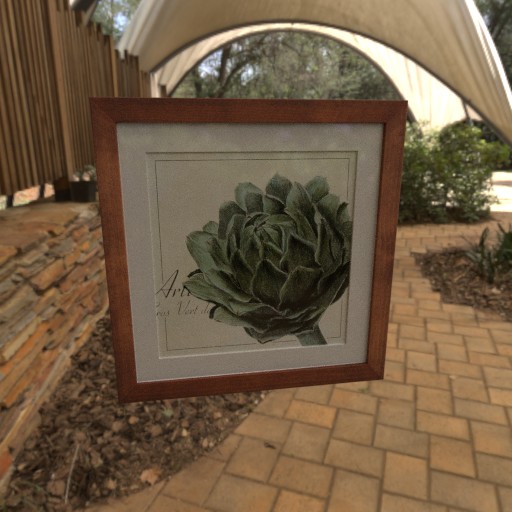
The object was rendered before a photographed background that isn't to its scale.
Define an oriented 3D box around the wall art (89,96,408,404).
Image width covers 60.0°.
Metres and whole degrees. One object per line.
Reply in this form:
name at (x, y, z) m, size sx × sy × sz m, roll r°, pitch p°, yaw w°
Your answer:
wall art at (0.000, 0.000, 0.856) m, size 0.554 × 0.572 × 0.037 m, roll -3°, pitch 16°, yaw -9°
